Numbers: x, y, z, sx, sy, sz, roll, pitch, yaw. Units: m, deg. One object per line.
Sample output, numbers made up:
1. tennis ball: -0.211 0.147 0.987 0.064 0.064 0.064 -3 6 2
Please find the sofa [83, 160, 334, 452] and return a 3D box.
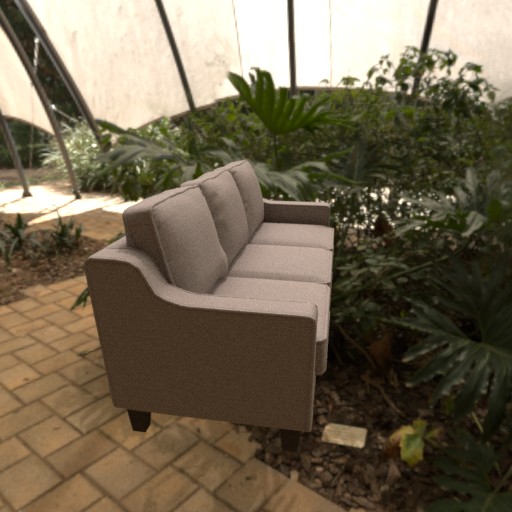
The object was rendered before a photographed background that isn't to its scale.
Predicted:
1. sofa: 0.000 0.000 2.625 0.899 0.950 2.129 3 18 10
